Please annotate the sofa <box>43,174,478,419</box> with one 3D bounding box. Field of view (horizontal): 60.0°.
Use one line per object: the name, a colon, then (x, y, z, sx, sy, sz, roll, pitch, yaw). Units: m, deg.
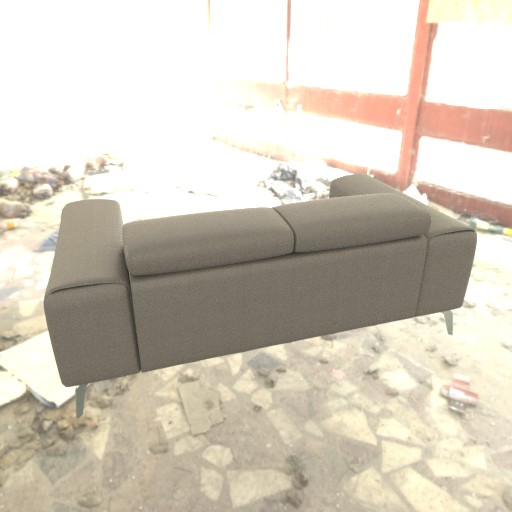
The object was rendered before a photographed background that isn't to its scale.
sofa: (0.000, 0.000, 2.346, 1.930, 0.753, 1.024, -8, 27, -16)
